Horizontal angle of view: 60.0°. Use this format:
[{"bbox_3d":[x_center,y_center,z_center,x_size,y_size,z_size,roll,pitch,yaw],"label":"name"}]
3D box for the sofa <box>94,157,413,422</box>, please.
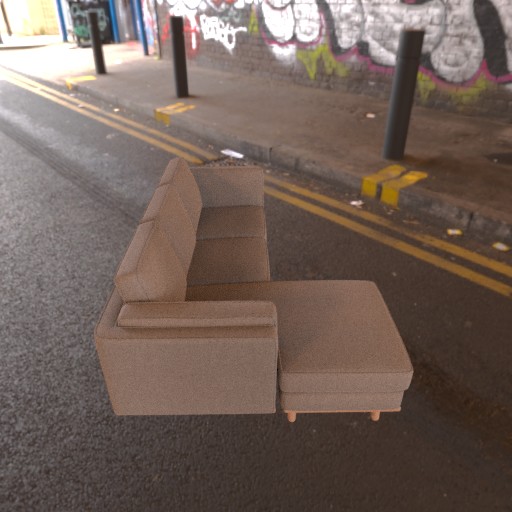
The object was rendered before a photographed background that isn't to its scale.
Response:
[{"bbox_3d":[0.000,0.000,3.236,1.604,0.929,2.411,-1,30,-1],"label":"sofa"}]
